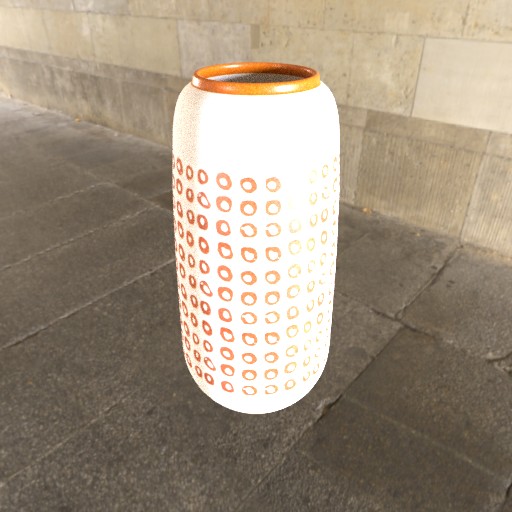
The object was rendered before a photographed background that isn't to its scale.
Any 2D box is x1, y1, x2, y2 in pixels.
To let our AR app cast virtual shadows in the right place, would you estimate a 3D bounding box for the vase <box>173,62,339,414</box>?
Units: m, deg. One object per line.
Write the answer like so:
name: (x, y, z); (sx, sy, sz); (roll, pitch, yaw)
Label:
vase: (0.000, 0.000, 0.362); (0.133, 0.282, 0.133); (0, 32, 0)
